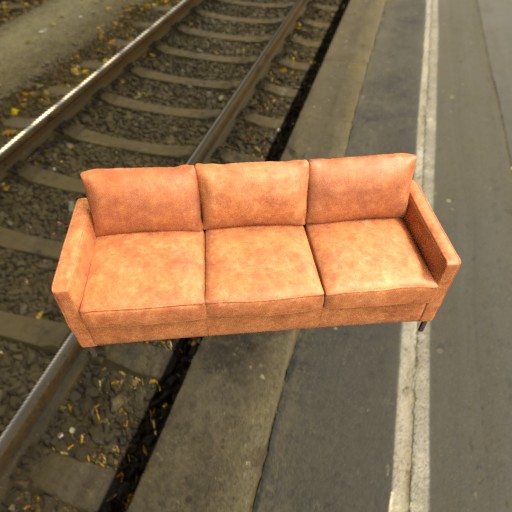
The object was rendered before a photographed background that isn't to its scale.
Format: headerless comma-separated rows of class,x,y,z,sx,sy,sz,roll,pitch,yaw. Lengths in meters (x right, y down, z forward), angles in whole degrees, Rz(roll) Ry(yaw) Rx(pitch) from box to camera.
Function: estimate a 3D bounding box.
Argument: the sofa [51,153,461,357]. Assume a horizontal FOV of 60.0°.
sofa,0.000,0.000,2.491,2.029,0.863,0.748,-4,46,-4
